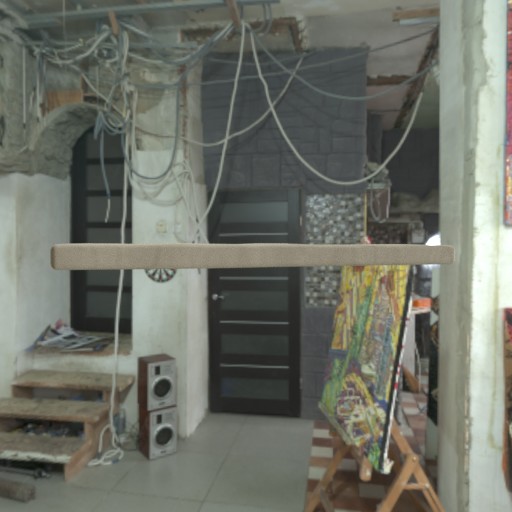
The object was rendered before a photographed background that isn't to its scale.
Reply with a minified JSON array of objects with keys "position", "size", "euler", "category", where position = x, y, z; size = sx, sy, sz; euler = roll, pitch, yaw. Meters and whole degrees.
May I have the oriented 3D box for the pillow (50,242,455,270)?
[{"position":[0.000,0.000,1.401],"size":[1.187,0.081,0.492],"euler":[0,1,-20],"category":"pillow"}]
